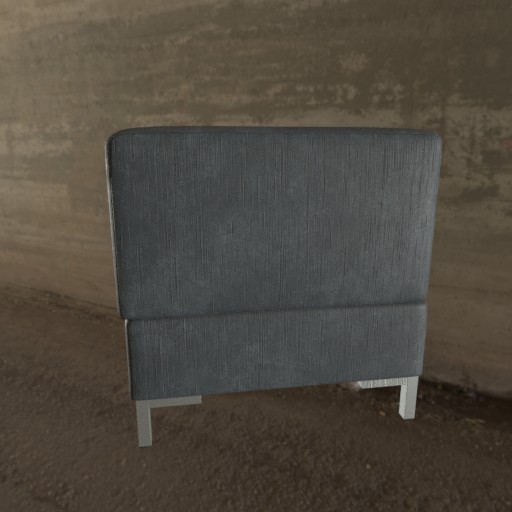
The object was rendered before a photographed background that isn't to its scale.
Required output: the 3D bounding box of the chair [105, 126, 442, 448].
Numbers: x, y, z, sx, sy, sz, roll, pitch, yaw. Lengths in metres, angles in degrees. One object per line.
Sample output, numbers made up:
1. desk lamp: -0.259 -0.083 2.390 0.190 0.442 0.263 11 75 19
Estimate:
1. chair: 0.000 0.000 1.213 0.680 0.660 0.680 -2 14 -9
